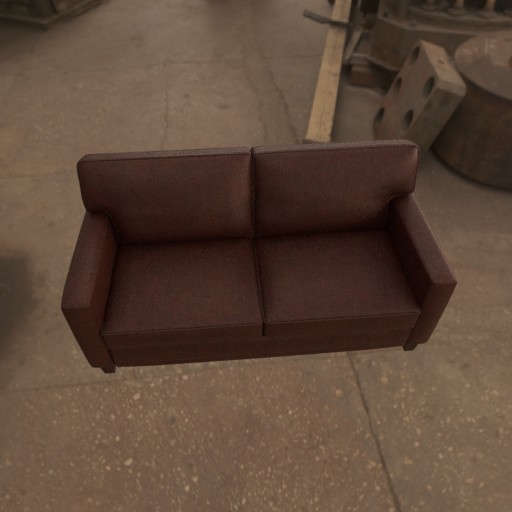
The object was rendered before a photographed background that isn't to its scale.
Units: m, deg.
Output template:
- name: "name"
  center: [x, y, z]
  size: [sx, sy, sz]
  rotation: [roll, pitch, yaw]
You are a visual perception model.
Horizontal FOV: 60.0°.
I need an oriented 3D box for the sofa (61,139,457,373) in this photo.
- name: "sofa"
  center: [0.000, 0.000, 2.412]
  size: [1.876, 0.928, 0.912]
  rotation: [-3, 46, -3]
